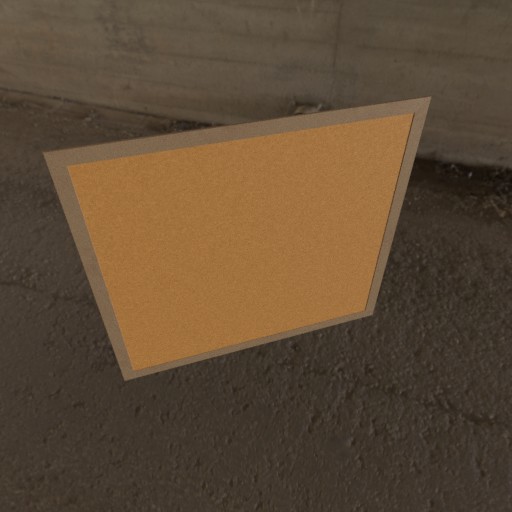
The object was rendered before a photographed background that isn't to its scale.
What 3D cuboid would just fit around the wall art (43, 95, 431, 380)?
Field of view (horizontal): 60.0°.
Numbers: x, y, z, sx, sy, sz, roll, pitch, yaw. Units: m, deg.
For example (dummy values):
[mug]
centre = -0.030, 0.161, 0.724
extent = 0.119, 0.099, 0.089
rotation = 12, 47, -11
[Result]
[wall art]
centre = 0.000, 0.000, 1.647
extent = 1.168, 1.067, 0.025
rotation = -12, 44, -13
